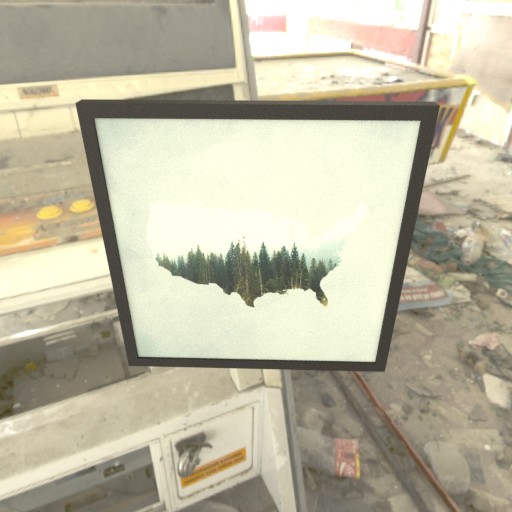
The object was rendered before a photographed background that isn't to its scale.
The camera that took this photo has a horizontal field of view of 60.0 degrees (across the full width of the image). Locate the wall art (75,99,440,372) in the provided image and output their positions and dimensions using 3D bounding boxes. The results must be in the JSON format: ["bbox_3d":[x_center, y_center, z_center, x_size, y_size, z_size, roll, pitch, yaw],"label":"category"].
[{"bbox_3d":[0.000,0.000,1.139,0.763,0.763,0.038,1,31,2],"label":"wall art"}]
